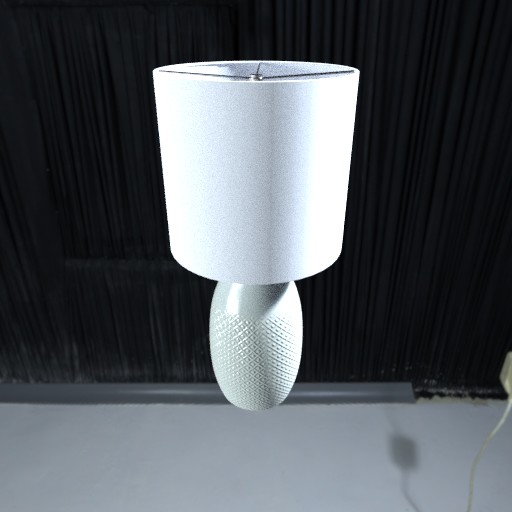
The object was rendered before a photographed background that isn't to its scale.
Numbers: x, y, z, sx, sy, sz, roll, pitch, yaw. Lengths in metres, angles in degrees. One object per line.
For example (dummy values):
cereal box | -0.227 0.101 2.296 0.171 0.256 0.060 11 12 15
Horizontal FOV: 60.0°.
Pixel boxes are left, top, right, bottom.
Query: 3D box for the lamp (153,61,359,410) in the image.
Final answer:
lamp | 0.000 0.000 0.581 0.217 0.453 0.217 0 28 1
